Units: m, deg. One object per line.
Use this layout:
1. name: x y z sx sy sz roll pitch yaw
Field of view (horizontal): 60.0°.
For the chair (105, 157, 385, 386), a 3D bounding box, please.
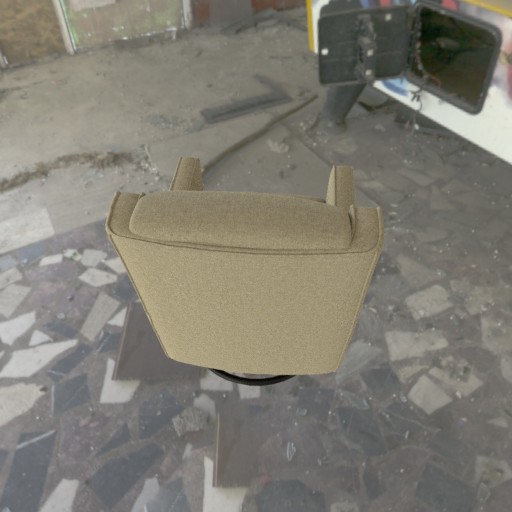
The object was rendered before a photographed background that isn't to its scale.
1. chair: 0.000 0.000 1.643 0.732 0.993 0.879 4 46 4
